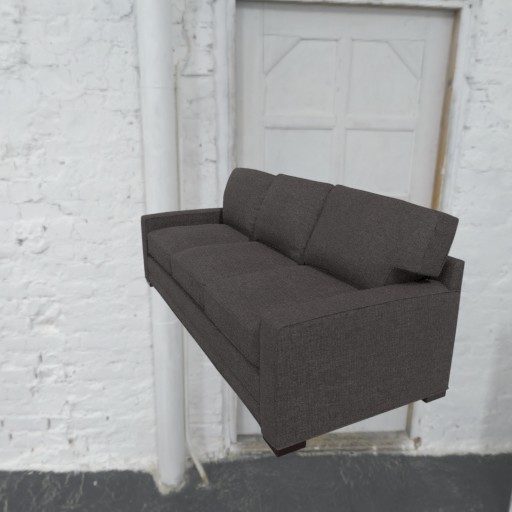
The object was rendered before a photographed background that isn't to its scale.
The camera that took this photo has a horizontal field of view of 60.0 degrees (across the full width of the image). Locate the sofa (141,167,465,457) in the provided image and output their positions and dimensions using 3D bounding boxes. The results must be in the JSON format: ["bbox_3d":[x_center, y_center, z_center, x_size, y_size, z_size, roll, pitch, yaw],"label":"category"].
[{"bbox_3d":[0.000,0.000,2.891,1.004,0.978,2.369,-8,18,-25],"label":"sofa"}]
